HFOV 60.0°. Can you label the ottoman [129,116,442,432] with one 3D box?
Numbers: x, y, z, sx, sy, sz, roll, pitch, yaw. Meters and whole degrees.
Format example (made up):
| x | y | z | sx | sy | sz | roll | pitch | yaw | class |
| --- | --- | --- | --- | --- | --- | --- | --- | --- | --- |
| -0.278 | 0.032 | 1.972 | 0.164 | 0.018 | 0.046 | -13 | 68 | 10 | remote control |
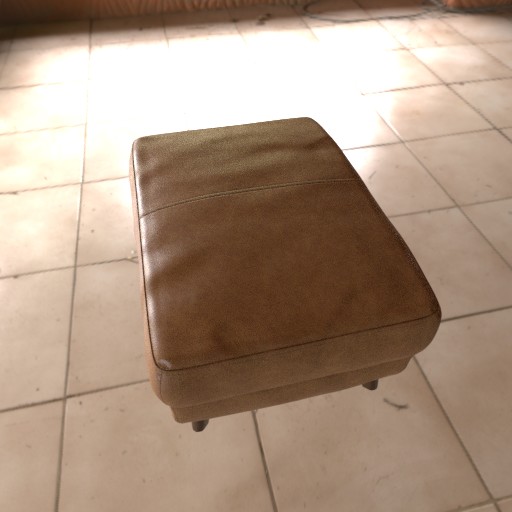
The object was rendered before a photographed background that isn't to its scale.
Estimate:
| x | y | z | sx | sy | sz | roll | pitch | yaw | class |
| --- | --- | --- | --- | --- | --- | --- | --- | --- | --- |
| 0.000 | 0.000 | 1.246 | 0.630 | 0.461 | 0.869 | -10 | 47 | -10 | ottoman |
